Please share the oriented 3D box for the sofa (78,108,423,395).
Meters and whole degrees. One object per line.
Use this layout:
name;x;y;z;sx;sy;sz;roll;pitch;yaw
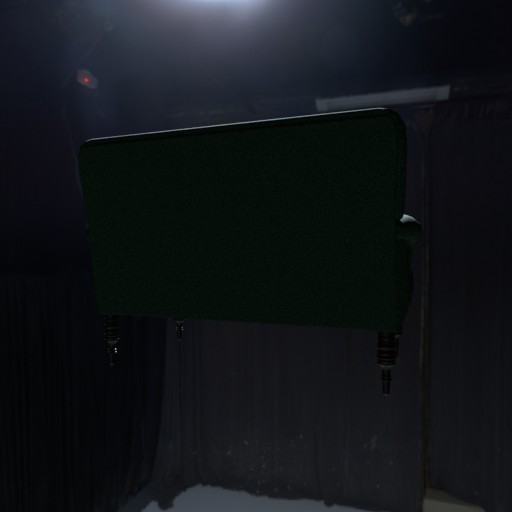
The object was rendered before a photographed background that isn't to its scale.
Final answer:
sofa;0.000;0.000;1.844;1.297;0.889;0.779;0;1;21
